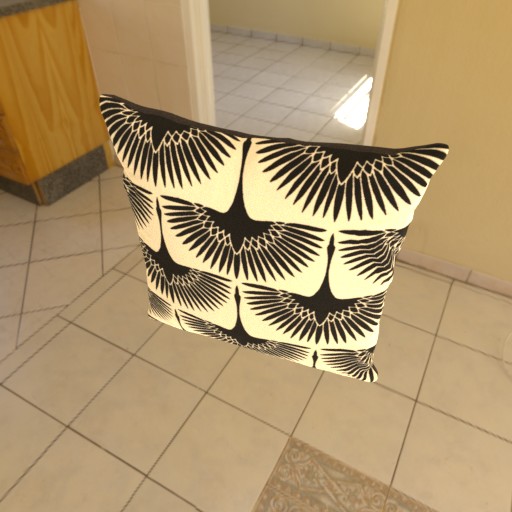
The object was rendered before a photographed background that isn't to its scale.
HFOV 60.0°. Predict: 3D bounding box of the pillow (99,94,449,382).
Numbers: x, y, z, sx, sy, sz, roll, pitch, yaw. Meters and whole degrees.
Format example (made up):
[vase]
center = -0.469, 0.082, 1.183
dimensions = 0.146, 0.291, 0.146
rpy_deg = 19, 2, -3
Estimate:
[pillow]
center = 0.000, 0.000, 0.659
dimensions = 0.432, 0.432, 0.139
rpy_deg = 13, 43, 14
